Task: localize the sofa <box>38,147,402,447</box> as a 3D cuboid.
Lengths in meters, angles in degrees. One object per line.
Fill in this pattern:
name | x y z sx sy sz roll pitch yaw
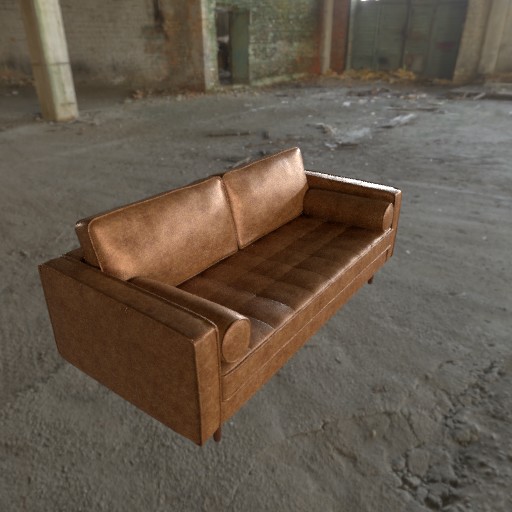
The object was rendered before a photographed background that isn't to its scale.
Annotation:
sofa | 0.000 0.000 2.384 0.924 0.825 1.920 18 31 32
